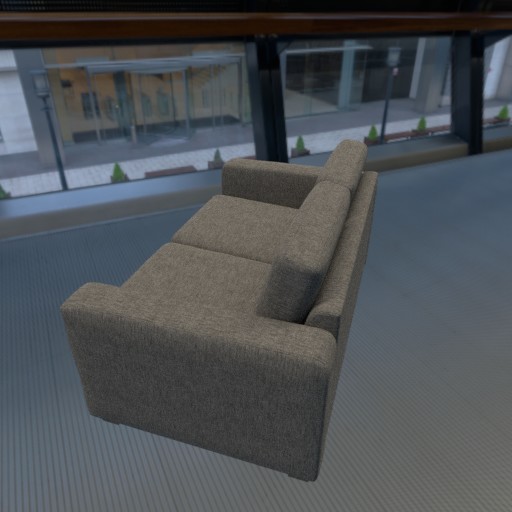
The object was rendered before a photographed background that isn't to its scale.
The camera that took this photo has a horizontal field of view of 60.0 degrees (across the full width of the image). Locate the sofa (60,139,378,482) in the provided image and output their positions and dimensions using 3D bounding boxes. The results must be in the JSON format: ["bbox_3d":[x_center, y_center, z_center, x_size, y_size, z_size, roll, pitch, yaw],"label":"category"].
[{"bbox_3d":[0.000,0.000,1.961,0.900,0.800,1.520,10,32,16],"label":"sofa"}]
